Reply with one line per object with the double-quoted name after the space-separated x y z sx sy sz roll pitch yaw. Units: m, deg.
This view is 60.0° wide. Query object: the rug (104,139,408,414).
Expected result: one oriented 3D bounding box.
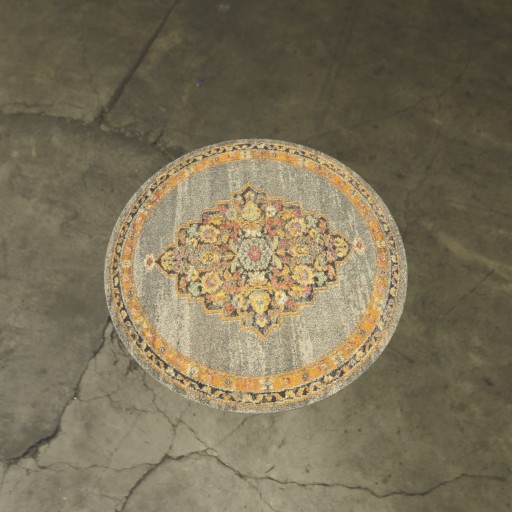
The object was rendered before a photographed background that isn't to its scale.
0.000 0.000 2.359 1.598 0.010 1.598 0 64 0 "rug"
